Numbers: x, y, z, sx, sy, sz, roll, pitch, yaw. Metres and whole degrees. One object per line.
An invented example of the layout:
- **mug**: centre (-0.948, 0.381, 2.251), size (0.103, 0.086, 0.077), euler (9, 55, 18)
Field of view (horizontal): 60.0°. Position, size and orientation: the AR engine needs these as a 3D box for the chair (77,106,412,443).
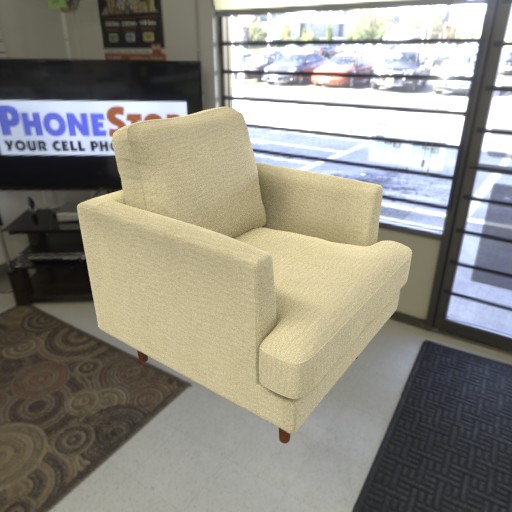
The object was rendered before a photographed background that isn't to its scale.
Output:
- **chair**: centre (0.000, 0.000, 1.619), size (0.899, 0.957, 0.858), euler (17, 31, 32)
